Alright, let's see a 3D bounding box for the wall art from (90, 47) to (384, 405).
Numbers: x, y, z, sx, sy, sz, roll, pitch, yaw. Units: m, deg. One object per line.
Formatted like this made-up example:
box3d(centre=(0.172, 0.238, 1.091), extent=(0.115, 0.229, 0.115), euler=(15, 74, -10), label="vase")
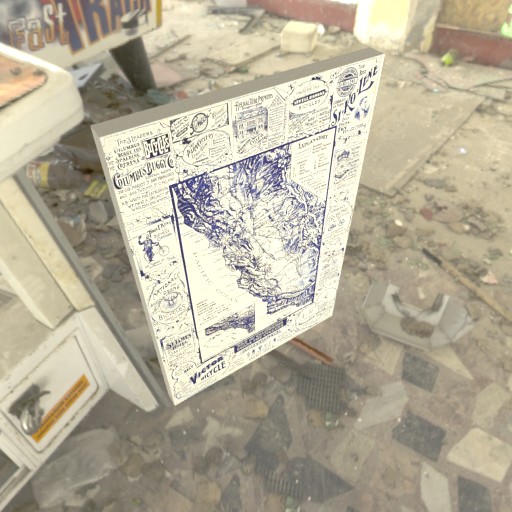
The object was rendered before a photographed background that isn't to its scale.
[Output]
box3d(centre=(0.000, 0.000, 0.953), extent=(0.511, 0.753, 0.039), euler=(-25, 50, -23), label="wall art")
